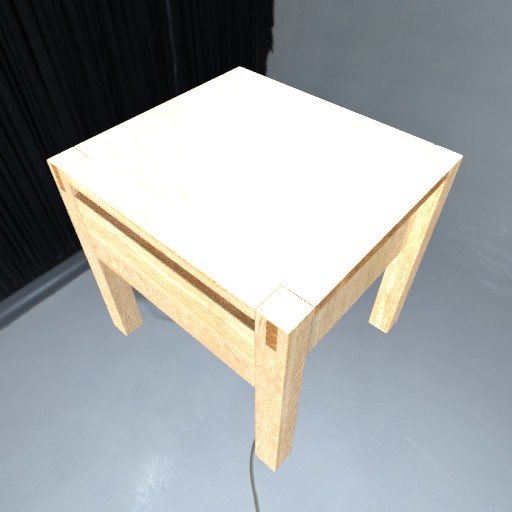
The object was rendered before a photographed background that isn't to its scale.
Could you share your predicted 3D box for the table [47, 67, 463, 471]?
[{"bbox_3d":[0.000,0.000,0.854,0.480,0.450,0.440,33,55,27],"label":"table"}]
